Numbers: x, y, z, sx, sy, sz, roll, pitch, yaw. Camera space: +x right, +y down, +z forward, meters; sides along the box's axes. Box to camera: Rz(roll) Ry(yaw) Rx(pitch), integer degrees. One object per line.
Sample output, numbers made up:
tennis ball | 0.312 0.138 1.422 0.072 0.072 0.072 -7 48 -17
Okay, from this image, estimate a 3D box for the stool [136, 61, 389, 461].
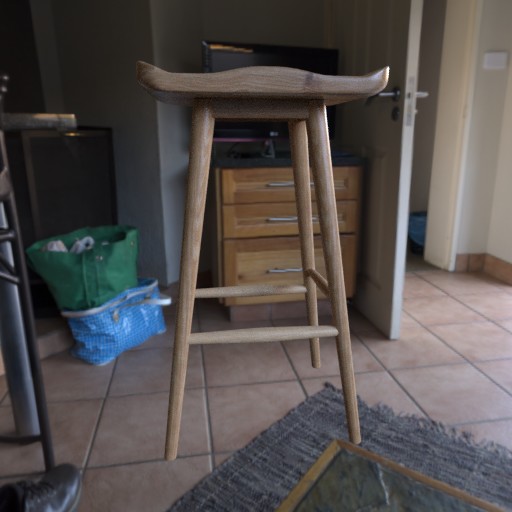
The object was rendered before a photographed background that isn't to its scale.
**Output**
stool | 0.000 0.000 0.916 0.407 0.698 0.322 -2 15 -7
